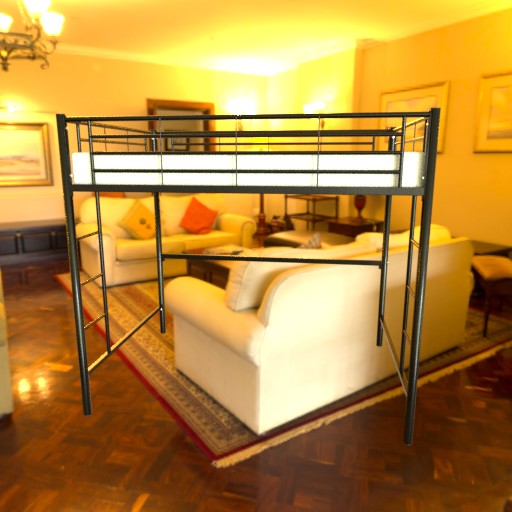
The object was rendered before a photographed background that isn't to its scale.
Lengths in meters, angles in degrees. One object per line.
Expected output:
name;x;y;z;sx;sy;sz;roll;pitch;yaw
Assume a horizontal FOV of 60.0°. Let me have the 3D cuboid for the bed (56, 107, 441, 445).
bed;0.000;0.000;3.101;1.994;1.803;1.397;2;13;8
